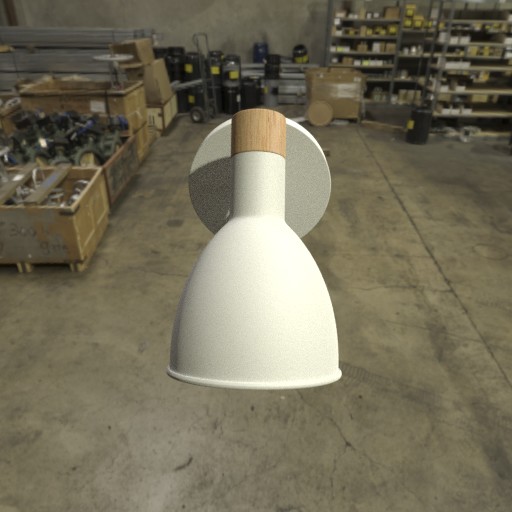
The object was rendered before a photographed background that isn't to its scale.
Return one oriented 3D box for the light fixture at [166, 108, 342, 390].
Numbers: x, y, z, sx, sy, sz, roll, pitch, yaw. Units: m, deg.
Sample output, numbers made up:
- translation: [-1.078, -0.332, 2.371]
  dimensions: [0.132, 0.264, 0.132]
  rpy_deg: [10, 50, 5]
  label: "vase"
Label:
- translation: [0.000, 0.000, 0.332]
  dimensions: [0.127, 0.199, 0.209]
  rpy_deg: [1, 30, 2]
  label: "light fixture"
